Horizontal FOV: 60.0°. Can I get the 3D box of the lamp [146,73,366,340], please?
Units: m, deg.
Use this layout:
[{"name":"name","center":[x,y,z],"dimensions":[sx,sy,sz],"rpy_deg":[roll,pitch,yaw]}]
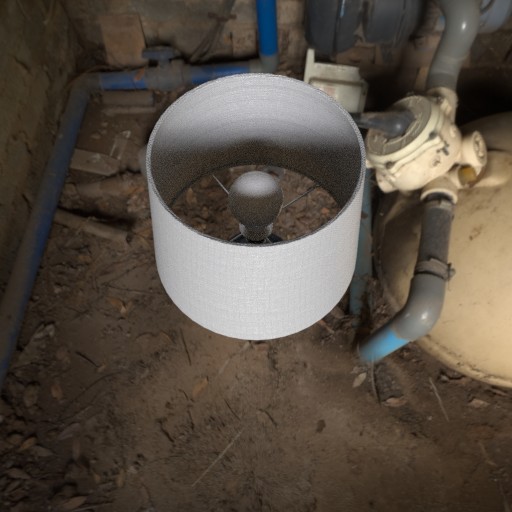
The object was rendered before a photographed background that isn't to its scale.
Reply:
[{"name":"lamp","center":[0.000,0.000,0.594],"dimensions":[0.253,0.428,0.253],"rpy_deg":[0,63,0]}]
